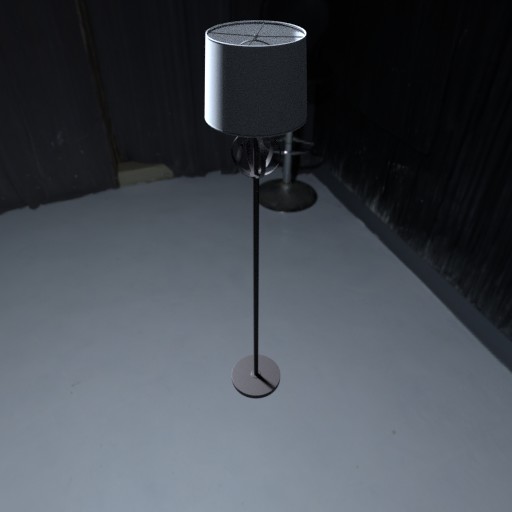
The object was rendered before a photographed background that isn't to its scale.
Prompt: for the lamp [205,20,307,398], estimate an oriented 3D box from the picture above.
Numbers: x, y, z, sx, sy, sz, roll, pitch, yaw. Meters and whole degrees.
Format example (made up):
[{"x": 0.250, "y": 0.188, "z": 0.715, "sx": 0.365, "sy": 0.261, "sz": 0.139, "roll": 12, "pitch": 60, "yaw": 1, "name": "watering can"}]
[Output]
[{"x": 0.000, "y": 0.000, "z": 1.581, "sx": 0.286, "sy": 1.462, "sz": 0.286, "roll": -13, "pitch": 42, "yaw": -15, "name": "lamp"}]
